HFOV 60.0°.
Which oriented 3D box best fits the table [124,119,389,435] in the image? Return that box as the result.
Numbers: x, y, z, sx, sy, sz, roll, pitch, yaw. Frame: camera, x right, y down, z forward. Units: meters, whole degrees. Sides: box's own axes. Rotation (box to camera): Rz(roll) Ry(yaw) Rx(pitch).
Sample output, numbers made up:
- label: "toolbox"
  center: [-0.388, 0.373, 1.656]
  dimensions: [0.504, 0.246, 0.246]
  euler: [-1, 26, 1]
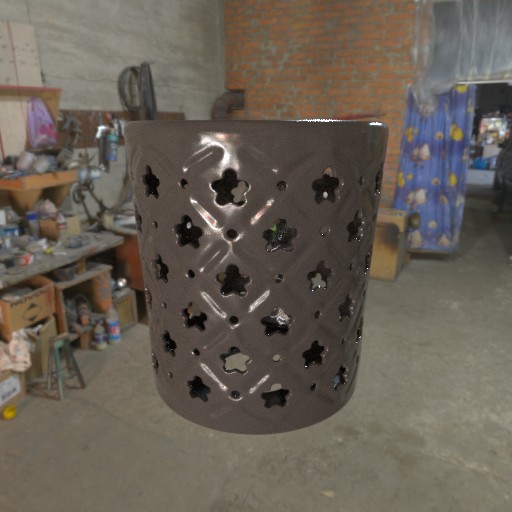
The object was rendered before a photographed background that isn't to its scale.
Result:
- label: "table"
  center: [0.000, 0.000, 0.658]
  dimensions: [0.352, 0.387, 0.352]
  euler: [0, 16, 0]
